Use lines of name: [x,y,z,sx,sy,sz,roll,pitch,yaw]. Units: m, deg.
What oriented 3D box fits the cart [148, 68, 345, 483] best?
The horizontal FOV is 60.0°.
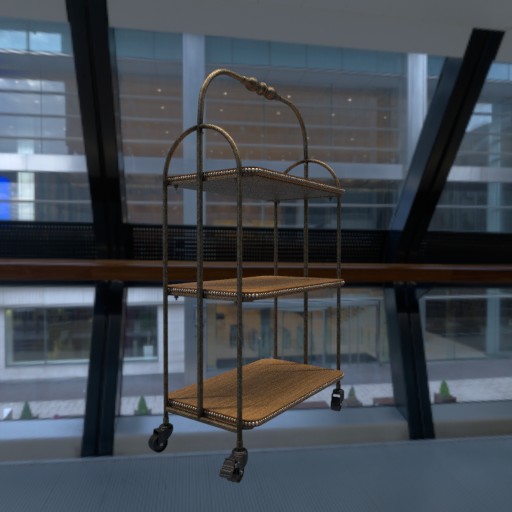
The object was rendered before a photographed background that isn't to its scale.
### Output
cart: [0.000,0.000,1.334,0.330,1.052,0.650,1,1,36]
